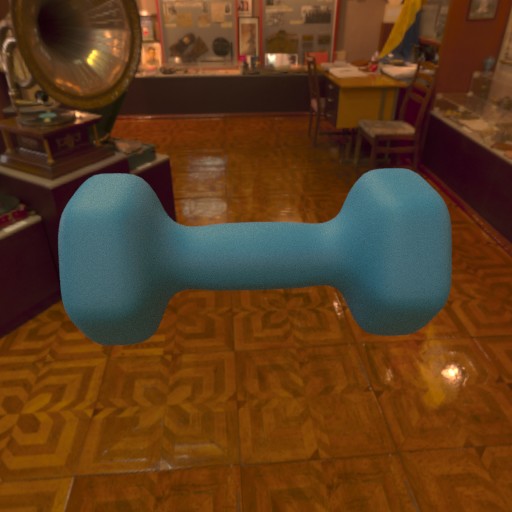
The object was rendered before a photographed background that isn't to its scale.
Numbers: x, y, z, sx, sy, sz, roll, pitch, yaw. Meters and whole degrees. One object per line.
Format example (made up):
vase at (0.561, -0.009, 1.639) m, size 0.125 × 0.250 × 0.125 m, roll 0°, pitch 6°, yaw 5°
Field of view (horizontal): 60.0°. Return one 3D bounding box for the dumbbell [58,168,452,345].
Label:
dumbbell at (0.000, 0.000, 0.189) m, size 0.152 × 0.066 × 0.074 m, roll -1°, pitch 32°, yaw -2°
